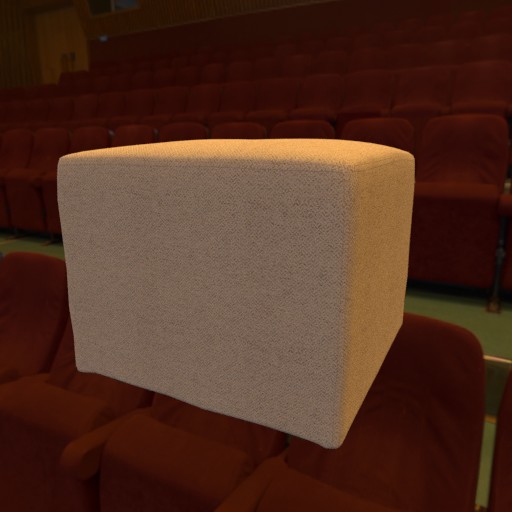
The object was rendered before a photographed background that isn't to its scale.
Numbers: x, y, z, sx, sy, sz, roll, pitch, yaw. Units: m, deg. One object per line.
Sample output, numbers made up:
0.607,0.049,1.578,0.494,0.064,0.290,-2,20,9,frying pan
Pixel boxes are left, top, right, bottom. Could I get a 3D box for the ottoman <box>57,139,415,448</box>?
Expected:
0.000,0.000,0.888,0.521,0.453,0.512,7,16,26,ottoman
